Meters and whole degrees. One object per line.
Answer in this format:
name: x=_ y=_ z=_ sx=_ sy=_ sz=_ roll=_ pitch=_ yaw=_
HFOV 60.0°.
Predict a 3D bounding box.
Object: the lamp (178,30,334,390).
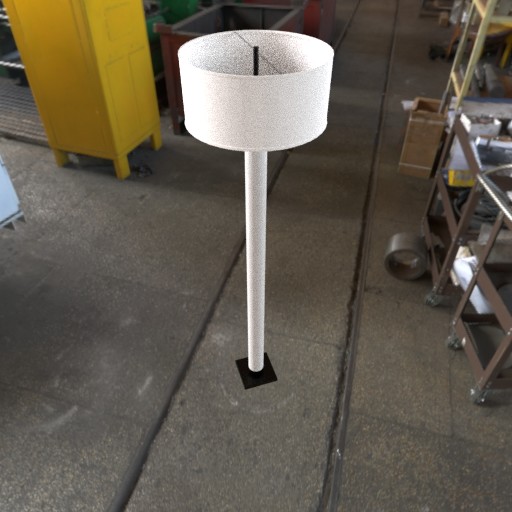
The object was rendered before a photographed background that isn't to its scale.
lamp: x=0.000 y=0.000 z=1.667 sx=0.420 sy=1.475 sz=0.420 roll=-12 pitch=42 yaw=-14
